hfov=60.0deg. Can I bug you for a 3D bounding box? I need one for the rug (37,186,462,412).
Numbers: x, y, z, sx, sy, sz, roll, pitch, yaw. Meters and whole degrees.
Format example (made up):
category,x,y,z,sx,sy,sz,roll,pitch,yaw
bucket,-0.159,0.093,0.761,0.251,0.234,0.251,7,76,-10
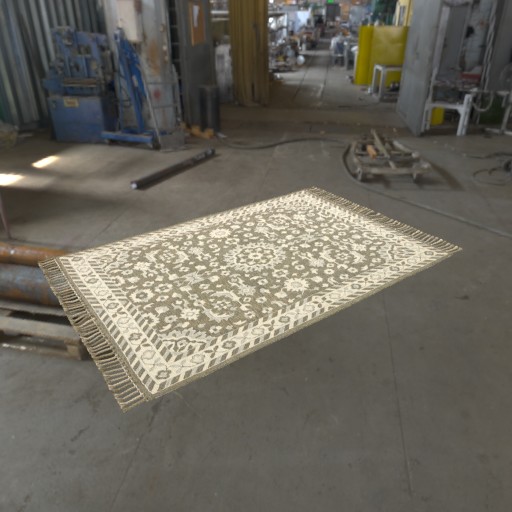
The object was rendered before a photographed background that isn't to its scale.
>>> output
category,x,y,z,sx,sy,sz,roll,pitch,yaw
rug,0.000,0.000,2.963,2.431,0.025,1.530,-19,34,-31
